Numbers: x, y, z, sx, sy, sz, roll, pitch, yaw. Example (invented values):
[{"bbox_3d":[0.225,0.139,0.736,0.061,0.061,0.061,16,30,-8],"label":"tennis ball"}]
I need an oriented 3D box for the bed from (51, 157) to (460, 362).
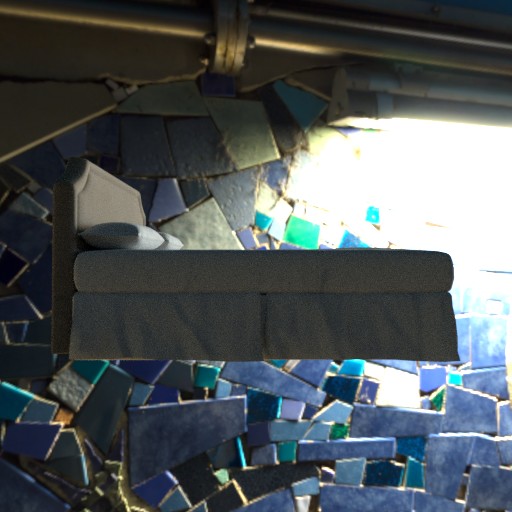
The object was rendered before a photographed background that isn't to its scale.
[{"bbox_3d":[0.000,0.000,3.590,2.498,1.293,1.977,0,-1,0],"label":"bed"}]
